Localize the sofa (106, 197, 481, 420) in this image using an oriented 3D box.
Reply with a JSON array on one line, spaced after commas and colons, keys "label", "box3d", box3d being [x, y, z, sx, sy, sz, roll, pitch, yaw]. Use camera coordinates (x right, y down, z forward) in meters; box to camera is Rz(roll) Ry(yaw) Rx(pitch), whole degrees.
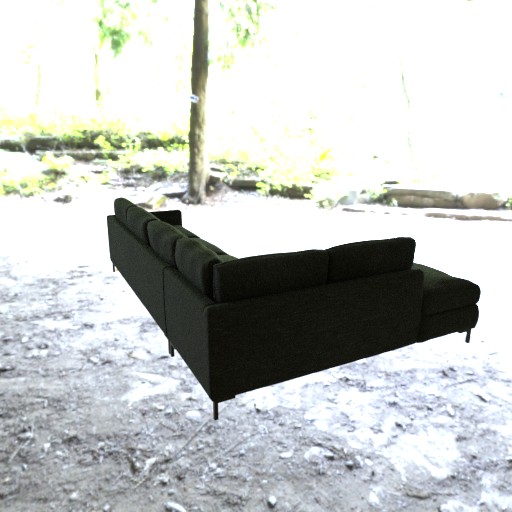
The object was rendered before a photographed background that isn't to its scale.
[{"label": "sofa", "box3d": [0.000, 0.000, 3.837, 2.007, 0.815, 2.949, -8, 17, -26]}]
